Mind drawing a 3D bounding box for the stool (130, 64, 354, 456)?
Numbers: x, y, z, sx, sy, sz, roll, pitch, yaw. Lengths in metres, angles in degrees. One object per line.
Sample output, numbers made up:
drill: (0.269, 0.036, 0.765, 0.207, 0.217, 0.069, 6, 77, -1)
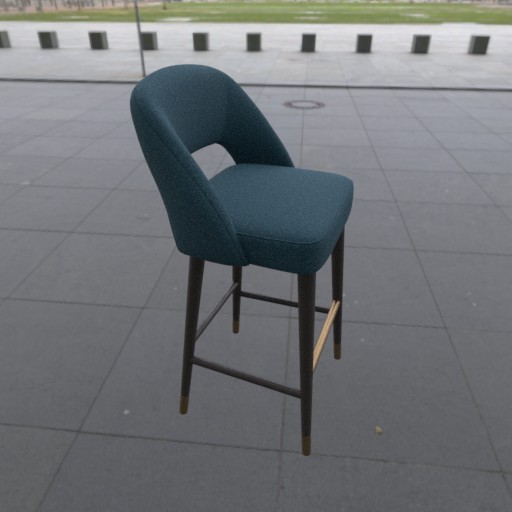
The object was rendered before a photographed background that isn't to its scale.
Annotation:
stool: (0.000, 0.000, 1.328, 0.522, 1.032, 0.536, 11, 32, 18)
